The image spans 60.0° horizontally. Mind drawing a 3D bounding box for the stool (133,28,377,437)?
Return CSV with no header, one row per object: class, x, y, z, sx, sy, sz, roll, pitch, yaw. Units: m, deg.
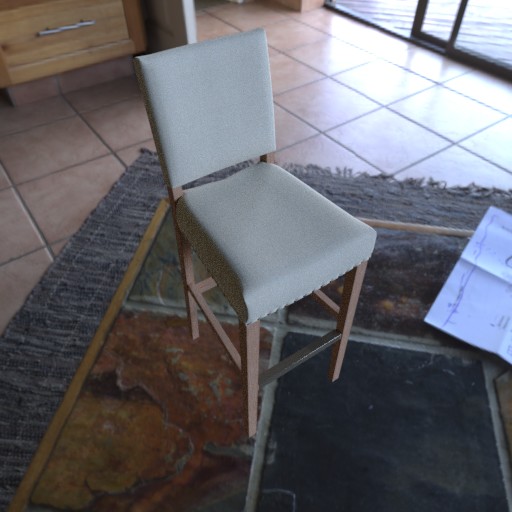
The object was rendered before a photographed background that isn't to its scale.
stool,0.000,0.000,1.389,0.428,1.143,0.546,-26,51,-23
